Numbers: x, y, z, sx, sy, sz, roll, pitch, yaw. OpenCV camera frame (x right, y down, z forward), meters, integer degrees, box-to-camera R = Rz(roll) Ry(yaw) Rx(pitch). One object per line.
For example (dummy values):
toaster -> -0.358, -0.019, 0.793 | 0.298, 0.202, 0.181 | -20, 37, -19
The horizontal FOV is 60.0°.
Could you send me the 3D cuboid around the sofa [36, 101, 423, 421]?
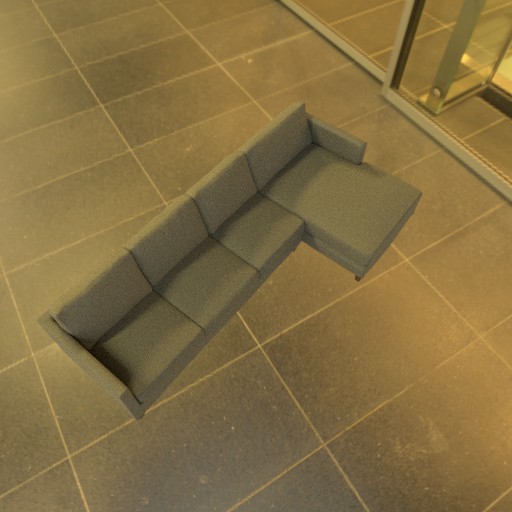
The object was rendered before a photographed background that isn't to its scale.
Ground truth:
sofa -> 0.000, 0.000, 3.855 | 1.625, 0.861, 3.186 | 34, 63, 20
